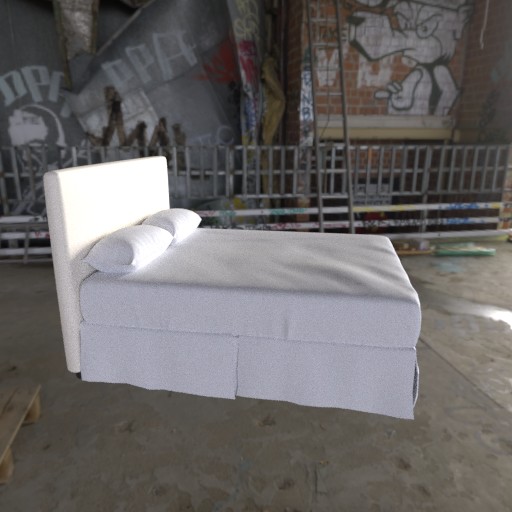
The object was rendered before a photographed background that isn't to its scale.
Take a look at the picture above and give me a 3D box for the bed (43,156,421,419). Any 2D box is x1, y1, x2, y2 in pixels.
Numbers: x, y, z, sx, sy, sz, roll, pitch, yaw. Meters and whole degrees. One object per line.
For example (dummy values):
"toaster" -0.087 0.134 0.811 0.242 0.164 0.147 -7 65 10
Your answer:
"bed" 0.000 0.000 3.216 2.142 1.330 1.713 3 16 10
